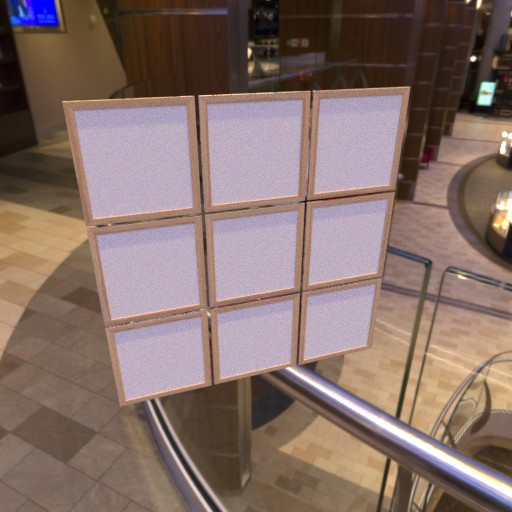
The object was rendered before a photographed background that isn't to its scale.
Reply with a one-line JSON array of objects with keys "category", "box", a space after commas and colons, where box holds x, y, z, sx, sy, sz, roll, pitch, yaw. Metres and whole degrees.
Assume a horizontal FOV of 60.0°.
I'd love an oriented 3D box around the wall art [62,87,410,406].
[{"category": "wall art", "box": [0.000, 0.000, 2.212, 1.519, 1.534, 0.013, -9, 28, -16]}]
